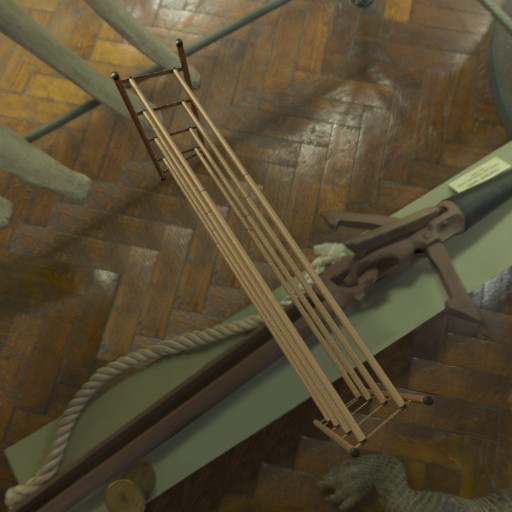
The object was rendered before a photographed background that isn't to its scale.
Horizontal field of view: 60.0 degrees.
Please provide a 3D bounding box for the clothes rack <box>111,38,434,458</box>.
[{"bbox_3d":[0.000,0.000,1.437,0.229,0.672,1.168,-31,77,-8],"label":"clothes rack"}]
